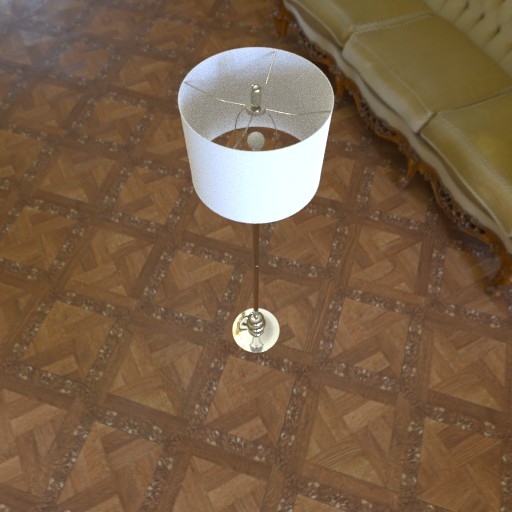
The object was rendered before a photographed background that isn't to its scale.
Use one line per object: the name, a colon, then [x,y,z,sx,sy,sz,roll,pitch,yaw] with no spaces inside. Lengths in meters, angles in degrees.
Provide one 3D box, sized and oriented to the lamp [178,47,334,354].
lamp: [0.000,0.000,1.631,0.356,1.487,0.356,14,60,8]
